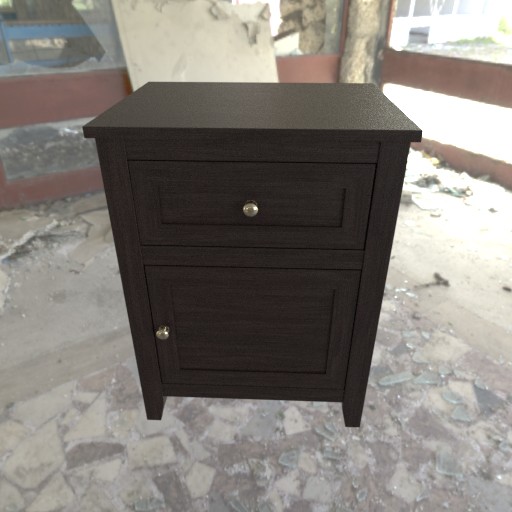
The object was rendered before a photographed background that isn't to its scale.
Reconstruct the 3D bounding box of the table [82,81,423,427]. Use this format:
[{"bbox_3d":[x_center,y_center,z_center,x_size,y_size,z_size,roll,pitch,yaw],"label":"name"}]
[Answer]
[{"bbox_3d":[0.000,0.000,0.943,0.480,0.635,0.381,1,31,2],"label":"table"}]
